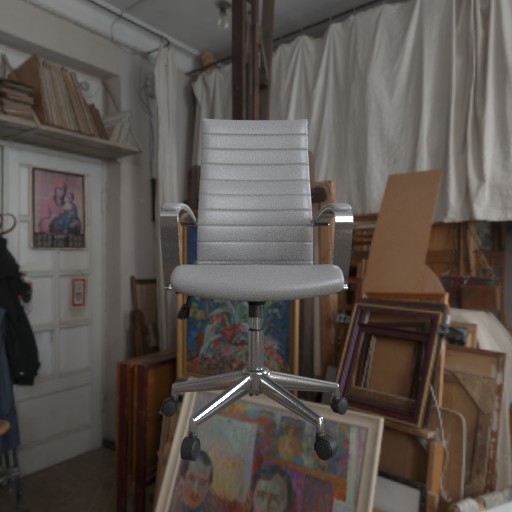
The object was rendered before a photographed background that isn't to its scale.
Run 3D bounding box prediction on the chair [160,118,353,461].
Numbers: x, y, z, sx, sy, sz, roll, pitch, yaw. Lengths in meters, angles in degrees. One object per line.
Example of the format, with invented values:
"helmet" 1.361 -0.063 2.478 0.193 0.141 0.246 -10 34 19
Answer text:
"chair" 0.000 0.000 1.552 0.679 1.149 0.667 0 0 -1
